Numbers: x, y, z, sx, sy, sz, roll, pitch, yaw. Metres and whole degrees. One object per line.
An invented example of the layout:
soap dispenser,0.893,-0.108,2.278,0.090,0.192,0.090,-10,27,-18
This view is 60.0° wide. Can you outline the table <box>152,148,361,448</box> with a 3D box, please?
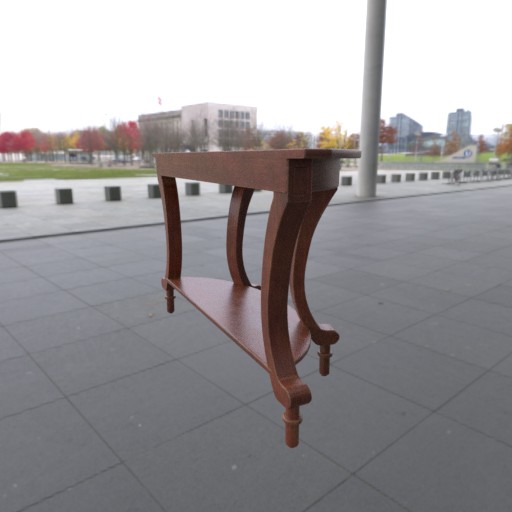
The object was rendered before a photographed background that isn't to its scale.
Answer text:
table,0.000,0.000,1.529,0.394,0.699,1.198,-6,14,-26
